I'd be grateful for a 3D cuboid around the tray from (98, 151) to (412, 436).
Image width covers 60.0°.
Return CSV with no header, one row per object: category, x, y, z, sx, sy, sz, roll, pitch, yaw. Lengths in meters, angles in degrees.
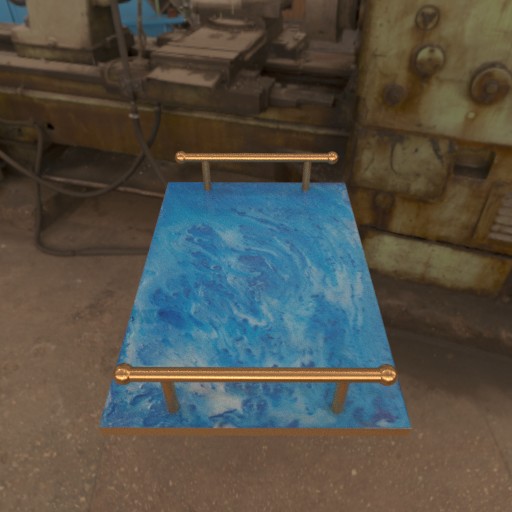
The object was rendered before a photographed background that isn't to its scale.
tray,0.000,0.000,0.576,0.304,0.084,0.444,0,41,0
